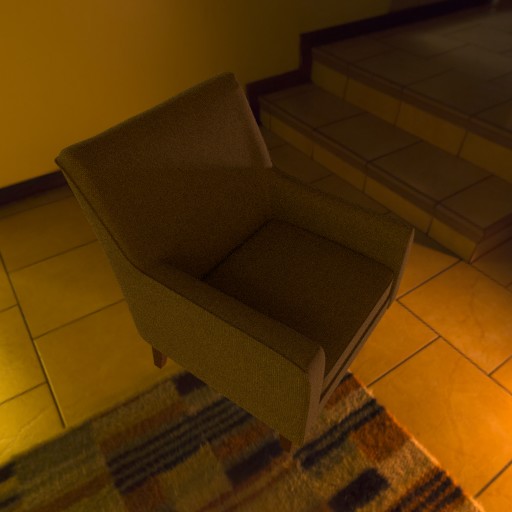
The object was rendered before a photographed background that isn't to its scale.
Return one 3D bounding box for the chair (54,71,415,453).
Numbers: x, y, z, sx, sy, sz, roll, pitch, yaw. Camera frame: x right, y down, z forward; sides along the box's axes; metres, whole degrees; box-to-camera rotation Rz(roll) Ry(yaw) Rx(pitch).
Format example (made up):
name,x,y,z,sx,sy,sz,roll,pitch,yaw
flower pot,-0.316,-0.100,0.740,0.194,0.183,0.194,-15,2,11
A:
name,x,y,z,sx,sy,sz,roll,pitch,yaw
chair,0.000,0.000,1.598,0.899,0.919,0.780,26,49,25
